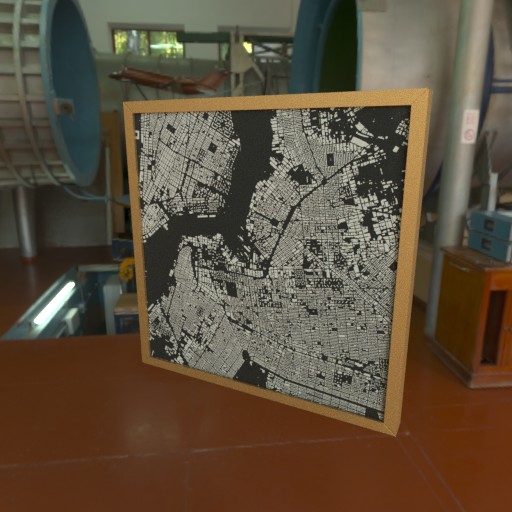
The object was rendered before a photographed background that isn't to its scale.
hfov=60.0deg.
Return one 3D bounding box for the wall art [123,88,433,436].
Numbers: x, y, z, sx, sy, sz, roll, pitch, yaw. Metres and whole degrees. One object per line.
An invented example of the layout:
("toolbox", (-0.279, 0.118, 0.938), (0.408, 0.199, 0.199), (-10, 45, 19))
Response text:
("wall art", (0.000, 0.000, 1.896), (1.284, 1.284, 0.095), (8, 17, 26))
